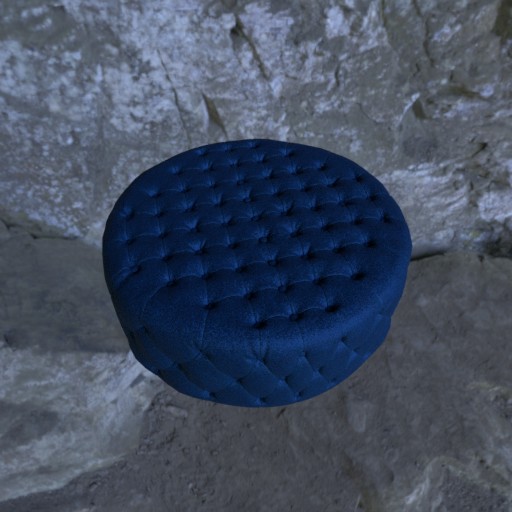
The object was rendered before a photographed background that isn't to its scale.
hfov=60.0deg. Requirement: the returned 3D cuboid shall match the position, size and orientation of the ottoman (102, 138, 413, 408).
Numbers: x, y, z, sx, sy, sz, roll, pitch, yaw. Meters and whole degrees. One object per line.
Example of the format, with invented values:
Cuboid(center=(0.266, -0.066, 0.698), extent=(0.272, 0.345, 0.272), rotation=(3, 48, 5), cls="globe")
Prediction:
Cuboid(center=(0.000, 0.000, 1.545), extent=(0.998, 0.398, 0.998), rotation=(0, 47, 0), cls="ottoman")
